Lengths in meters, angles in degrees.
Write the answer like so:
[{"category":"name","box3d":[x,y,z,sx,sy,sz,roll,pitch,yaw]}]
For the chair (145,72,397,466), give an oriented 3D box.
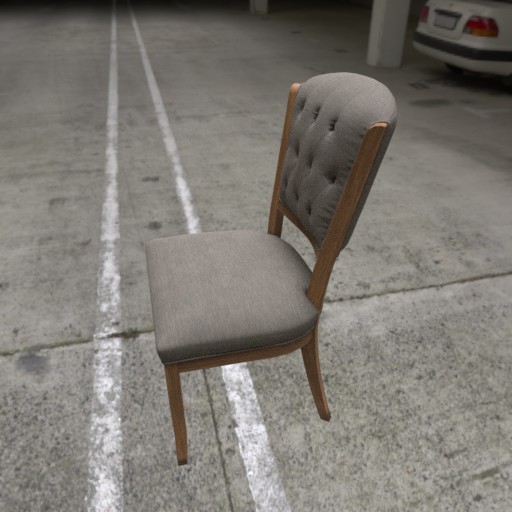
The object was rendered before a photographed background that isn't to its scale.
[{"category":"chair","box3d":[0.000,0.000,1.212,0.584,0.905,0.513,-8,31,-13]}]
